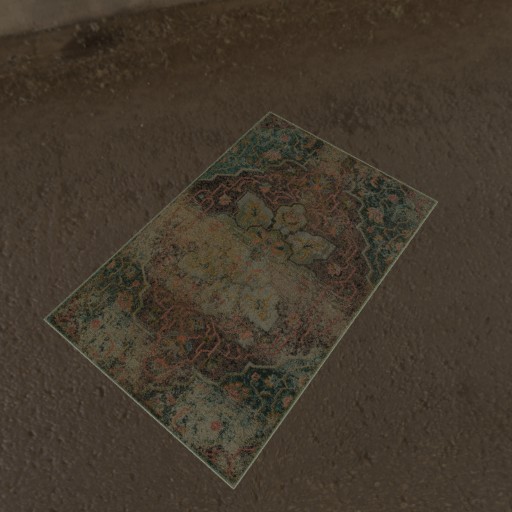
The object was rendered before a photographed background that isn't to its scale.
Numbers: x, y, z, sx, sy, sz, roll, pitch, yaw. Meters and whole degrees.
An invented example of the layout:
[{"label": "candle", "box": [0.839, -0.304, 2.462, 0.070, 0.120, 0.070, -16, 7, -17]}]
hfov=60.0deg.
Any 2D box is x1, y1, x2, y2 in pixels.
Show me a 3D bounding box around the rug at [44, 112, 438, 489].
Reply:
[{"label": "rug", "box": [0.000, 0.000, 2.980, 1.566, 0.004, 2.363, 35, 66, 18]}]
